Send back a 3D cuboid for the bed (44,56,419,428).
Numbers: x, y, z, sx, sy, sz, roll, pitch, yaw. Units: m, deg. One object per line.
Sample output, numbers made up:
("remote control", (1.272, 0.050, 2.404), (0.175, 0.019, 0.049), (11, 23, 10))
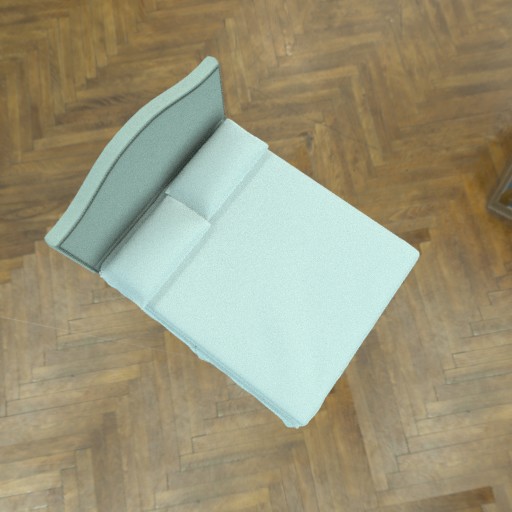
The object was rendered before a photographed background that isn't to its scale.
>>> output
("bed", (0.000, 0.000, 3.437), (2.180, 1.607, 1.813), (36, 78, 9))
